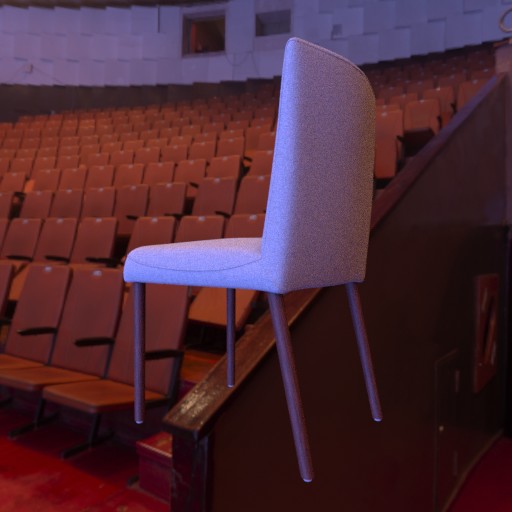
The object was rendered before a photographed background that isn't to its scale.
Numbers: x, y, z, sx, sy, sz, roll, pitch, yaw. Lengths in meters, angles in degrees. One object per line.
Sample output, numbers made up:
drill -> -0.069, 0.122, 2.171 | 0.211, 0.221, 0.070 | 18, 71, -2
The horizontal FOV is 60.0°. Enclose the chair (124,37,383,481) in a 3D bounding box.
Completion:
chair -> 0.000, 0.000, 1.157 | 0.570, 0.859, 0.456 | 0, 1, 36
